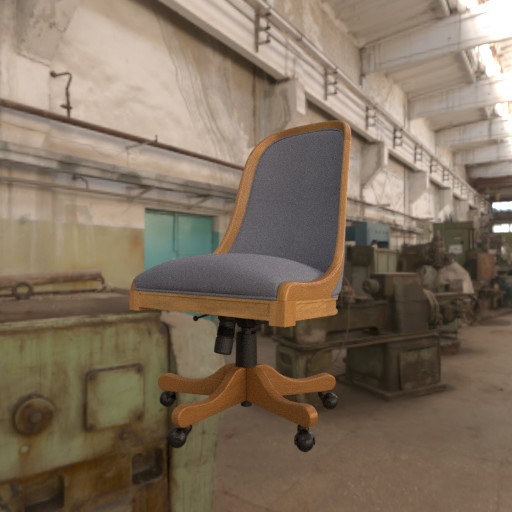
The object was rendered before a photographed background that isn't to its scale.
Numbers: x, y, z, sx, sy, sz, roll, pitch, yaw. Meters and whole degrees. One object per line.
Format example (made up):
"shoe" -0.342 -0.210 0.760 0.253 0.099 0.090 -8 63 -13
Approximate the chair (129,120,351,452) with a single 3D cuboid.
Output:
"chair" 0.000 0.000 1.457 0.605 1.031 0.735 0 0 36
